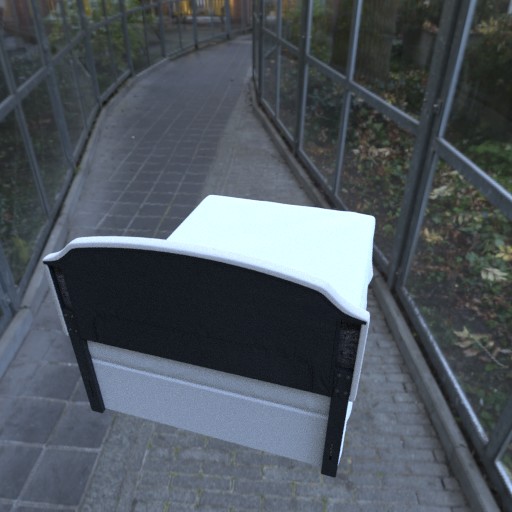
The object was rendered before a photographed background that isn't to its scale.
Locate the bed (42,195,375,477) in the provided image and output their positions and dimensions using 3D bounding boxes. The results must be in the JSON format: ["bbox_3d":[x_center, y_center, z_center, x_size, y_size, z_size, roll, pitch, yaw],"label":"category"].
[{"bbox_3d":[0.000,0.000,2.951,1.558,1.270,1.999,9,34,14],"label":"bed"}]
